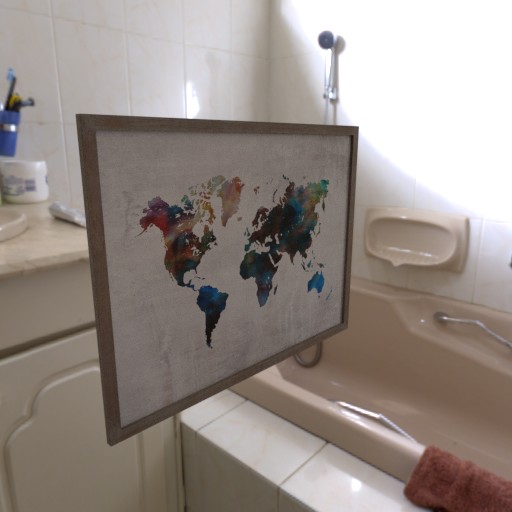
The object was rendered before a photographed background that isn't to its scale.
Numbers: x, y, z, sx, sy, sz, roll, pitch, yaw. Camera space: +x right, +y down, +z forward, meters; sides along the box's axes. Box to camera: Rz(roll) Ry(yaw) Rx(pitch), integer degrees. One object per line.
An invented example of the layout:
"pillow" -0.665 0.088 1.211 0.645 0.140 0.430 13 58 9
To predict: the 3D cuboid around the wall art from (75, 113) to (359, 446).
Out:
"wall art" 0.000 0.000 1.334 1.012 0.774 0.019 -14 20 -43
